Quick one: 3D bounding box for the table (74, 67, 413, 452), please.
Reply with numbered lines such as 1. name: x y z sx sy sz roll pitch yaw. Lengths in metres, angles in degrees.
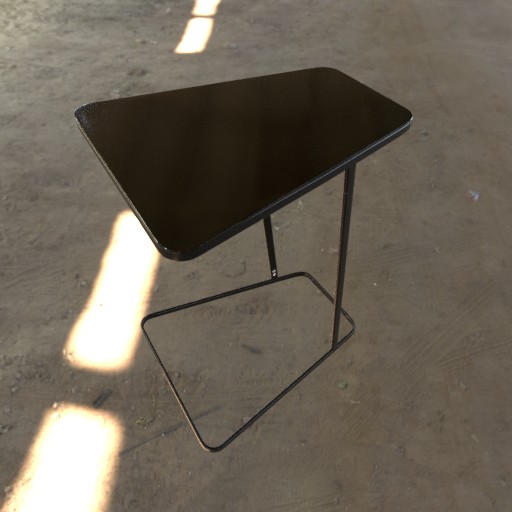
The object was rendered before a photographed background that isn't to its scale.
1. table: 0.000 0.000 0.953 0.500 0.624 0.427 -24 50 -21
